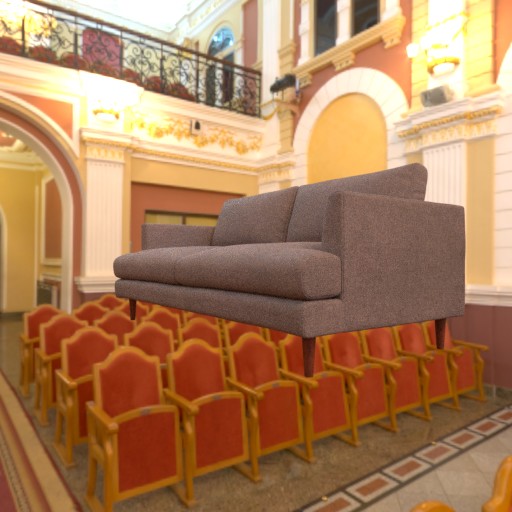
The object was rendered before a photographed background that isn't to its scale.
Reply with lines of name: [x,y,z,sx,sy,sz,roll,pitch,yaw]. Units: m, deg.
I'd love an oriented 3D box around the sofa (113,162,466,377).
sofa: [0.000,0.000,2.533,1.020,0.868,1.948,0,0,-36]
